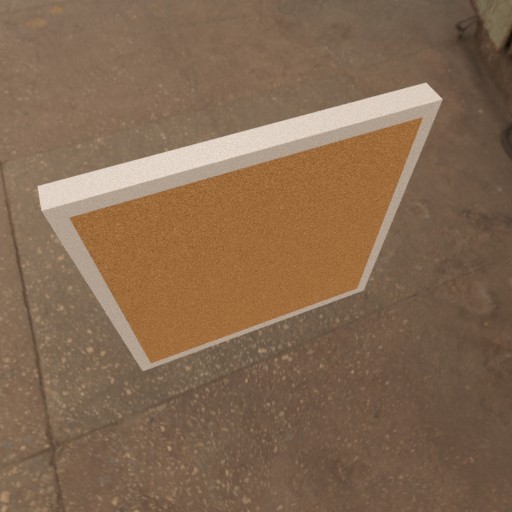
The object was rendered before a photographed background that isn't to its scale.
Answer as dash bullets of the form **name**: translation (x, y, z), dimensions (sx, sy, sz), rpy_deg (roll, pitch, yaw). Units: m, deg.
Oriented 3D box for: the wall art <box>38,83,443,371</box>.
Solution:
- **wall art**: translation (0.000, 0.000, 0.746), dimensions (0.507, 0.508, 0.038), rpy_deg (-18, 58, -12)
